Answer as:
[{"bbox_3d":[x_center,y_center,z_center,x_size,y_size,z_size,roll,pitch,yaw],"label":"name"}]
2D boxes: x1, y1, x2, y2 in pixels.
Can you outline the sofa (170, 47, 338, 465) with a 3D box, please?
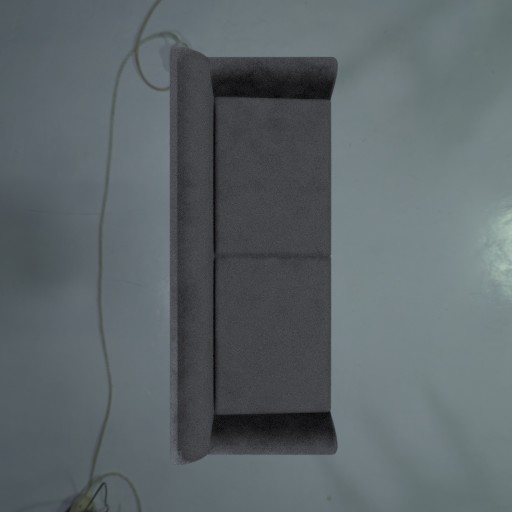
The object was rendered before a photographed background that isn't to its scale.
[{"bbox_3d":[0.000,0.000,2.642,0.900,0.740,2.190,0,90,0],"label":"sofa"}]
